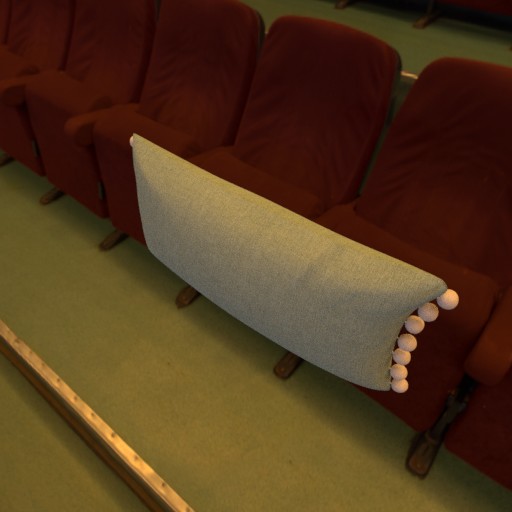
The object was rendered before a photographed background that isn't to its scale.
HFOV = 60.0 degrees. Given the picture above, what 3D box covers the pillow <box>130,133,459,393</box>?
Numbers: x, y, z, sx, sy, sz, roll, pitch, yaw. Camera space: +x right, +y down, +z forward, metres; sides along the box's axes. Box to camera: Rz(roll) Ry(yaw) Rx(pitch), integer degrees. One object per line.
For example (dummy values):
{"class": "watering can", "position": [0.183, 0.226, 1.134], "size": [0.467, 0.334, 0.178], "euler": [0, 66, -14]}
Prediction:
{"class": "pillow", "position": [0.000, 0.000, 0.860], "size": [0.709, 0.322, 0.201], "euler": [30, 53, 26]}
